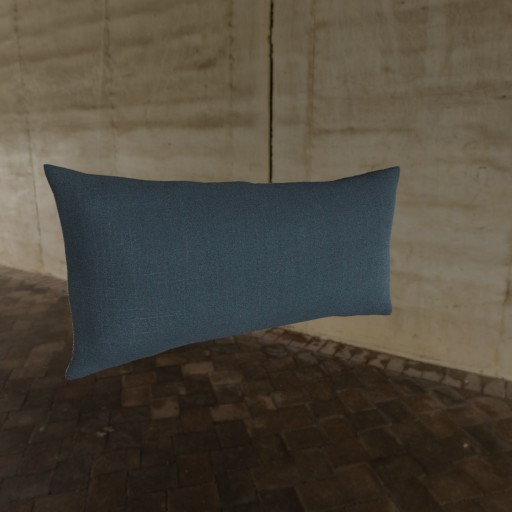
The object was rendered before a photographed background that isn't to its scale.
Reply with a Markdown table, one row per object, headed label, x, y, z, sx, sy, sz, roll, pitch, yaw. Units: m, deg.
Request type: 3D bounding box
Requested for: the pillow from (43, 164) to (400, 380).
| label | x | y | z | sx | sy | sz | roll | pitch | yaw |
| --- | --- | --- | --- | --- | --- | --- | --- | --- | --- |
| pillow | 0.000 | 0.000 | 0.732 | 0.609 | 0.305 | 0.151 | -7 | 15 | -26 |
